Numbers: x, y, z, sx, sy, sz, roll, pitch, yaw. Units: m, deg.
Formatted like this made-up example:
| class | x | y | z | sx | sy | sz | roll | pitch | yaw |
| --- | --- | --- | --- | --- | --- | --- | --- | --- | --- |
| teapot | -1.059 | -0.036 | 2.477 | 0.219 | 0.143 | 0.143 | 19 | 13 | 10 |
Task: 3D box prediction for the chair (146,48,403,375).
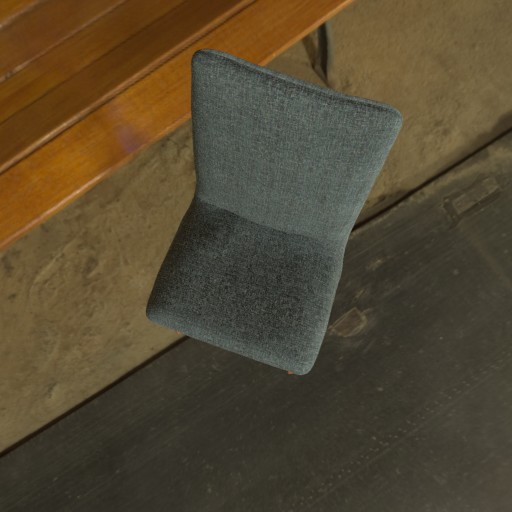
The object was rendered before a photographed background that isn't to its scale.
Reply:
| class | x | y | z | sx | sy | sz | roll | pitch | yaw |
| --- | --- | --- | --- | --- | --- | --- | --- | --- | --- |
| chair | 0.000 | 0.000 | 1.306 | 0.522 | 0.974 | 0.563 | 19 | 76 | 5 |
